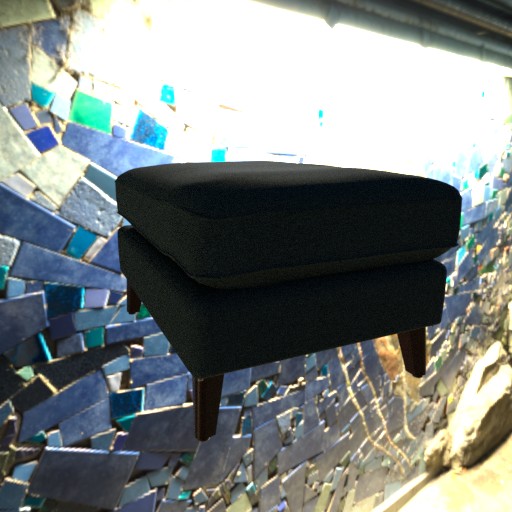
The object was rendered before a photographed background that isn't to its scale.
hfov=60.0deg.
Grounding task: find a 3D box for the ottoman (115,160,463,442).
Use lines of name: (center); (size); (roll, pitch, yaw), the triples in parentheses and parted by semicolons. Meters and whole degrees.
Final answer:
ottoman: (0.000, 0.000, 1.235); (0.629, 0.503, 0.835); (-7, 15, -25)
